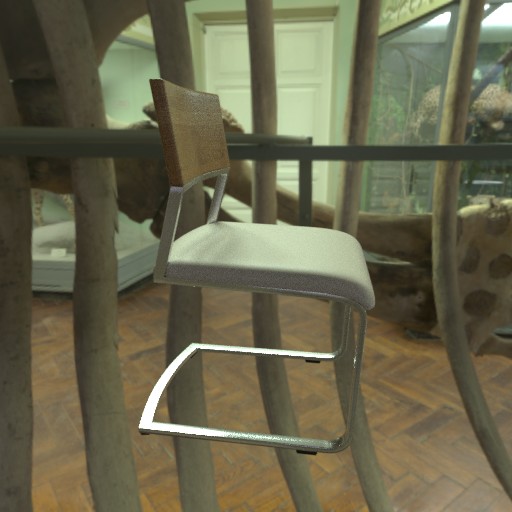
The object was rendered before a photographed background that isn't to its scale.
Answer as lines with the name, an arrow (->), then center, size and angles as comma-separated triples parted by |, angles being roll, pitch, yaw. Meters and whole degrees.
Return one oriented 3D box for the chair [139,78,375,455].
chair -> 0.000, 0.000, 1.180 | 0.585, 0.844, 0.467 | 3, 17, 9
